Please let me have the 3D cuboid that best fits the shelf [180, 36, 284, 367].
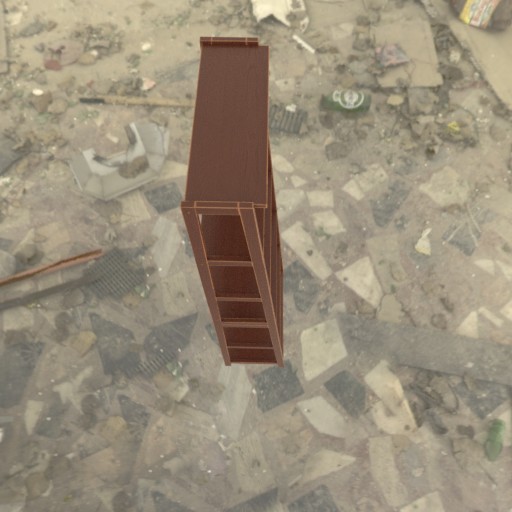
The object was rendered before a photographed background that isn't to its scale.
[{"bbox_3d":[0.000,0.000,2.147,0.381,1.892,0.660,1,64,1],"label":"shelf"}]
